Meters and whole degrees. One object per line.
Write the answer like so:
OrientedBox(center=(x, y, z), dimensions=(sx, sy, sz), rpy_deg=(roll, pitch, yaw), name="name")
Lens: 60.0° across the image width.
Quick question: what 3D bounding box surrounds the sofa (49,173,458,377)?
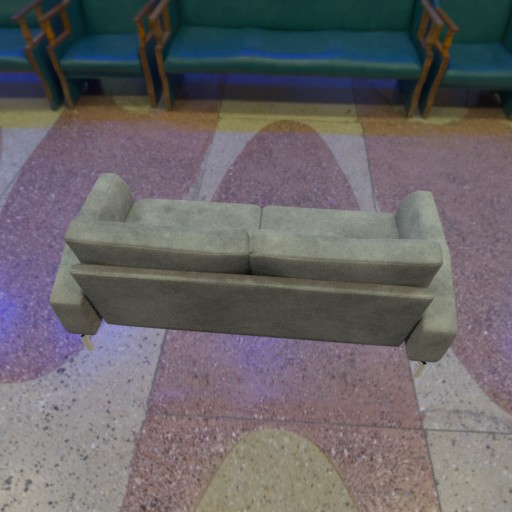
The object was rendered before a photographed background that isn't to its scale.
OrientedBox(center=(0.000, 0.000, 2.285), dimensions=(1.837, 0.859, 0.849), rpy_deg=(4, 47, 4), name="sofa")
